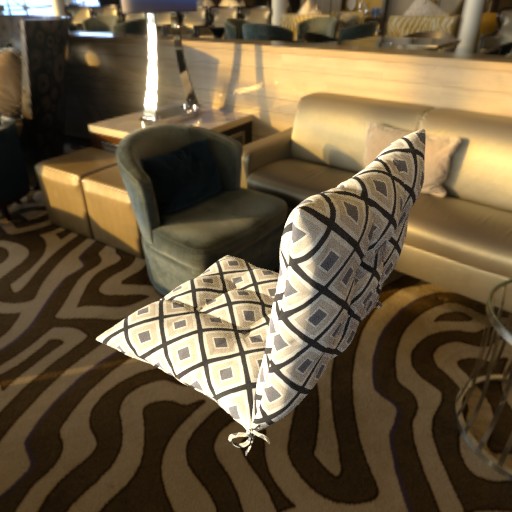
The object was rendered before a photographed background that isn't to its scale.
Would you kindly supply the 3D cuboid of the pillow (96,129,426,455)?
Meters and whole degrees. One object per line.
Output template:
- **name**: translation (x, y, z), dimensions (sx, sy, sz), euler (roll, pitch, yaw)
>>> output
- **pillow**: translation (0.000, 0.000, 0.983), dimensions (0.585, 0.536, 0.541), euler (20, 36, 30)
